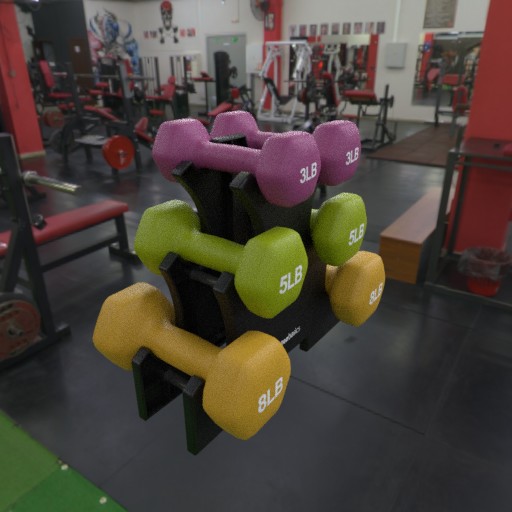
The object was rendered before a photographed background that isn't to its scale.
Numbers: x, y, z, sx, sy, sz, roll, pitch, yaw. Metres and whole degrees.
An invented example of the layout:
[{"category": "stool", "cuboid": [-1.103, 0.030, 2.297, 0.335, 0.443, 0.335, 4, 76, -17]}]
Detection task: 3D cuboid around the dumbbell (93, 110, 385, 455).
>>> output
[{"category": "dumbbell", "cuboid": [0.000, 0.000, 0.463, 0.190, 0.271, 0.300, 18, 30, 33]}]
